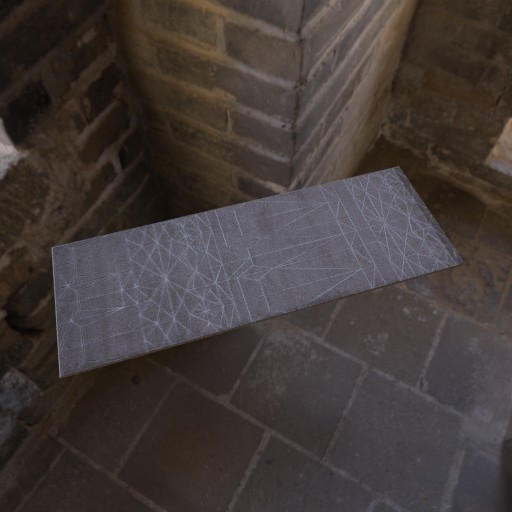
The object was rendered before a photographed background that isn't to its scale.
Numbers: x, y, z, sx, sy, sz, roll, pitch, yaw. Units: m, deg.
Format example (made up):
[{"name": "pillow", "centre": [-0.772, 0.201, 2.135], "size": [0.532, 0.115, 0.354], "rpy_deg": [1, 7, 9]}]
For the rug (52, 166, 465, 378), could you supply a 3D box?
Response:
[{"name": "rug", "centre": [0.000, 0.000, 2.721], "size": [2.388, 0.012, 0.864], "rpy_deg": [-14, 57, -9]}]
